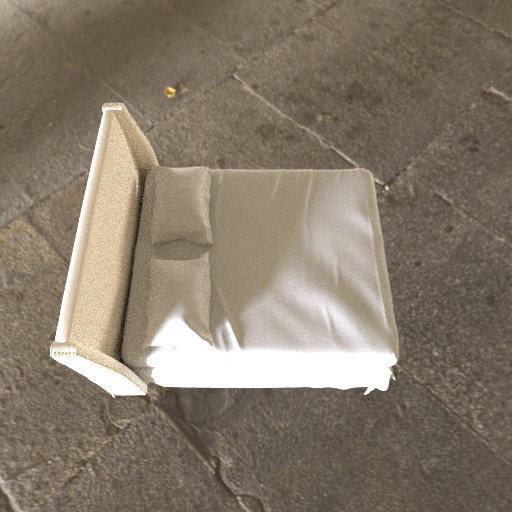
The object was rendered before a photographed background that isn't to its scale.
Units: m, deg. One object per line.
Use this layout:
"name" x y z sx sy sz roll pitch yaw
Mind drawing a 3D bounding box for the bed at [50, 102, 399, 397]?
"bed" 0.000 0.000 3.421 2.276 1.332 1.925 0 63 0
